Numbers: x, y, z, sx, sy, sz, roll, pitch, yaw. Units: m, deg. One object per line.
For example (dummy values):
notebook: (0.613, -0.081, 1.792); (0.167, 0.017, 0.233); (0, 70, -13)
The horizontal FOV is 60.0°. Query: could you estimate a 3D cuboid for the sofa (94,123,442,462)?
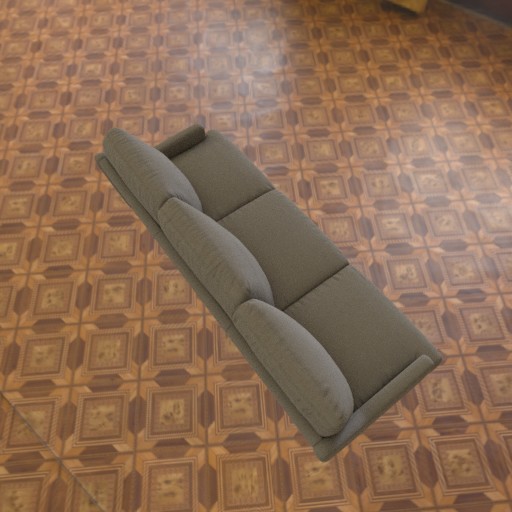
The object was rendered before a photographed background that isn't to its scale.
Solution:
sofa: (0.000, 0.000, 2.817); (0.987, 0.926, 2.344); (-33, 64, -18)
